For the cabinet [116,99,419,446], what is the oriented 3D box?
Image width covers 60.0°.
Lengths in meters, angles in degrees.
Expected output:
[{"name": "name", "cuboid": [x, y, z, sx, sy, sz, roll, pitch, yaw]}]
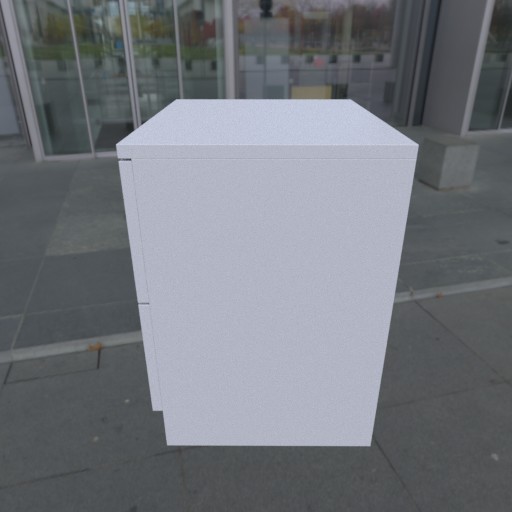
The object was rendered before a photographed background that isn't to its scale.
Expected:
[{"name": "cabinet", "cuboid": [0.000, 0.000, 0.771, 0.360, 0.470, 0.400, 0, 26, 0]}]
